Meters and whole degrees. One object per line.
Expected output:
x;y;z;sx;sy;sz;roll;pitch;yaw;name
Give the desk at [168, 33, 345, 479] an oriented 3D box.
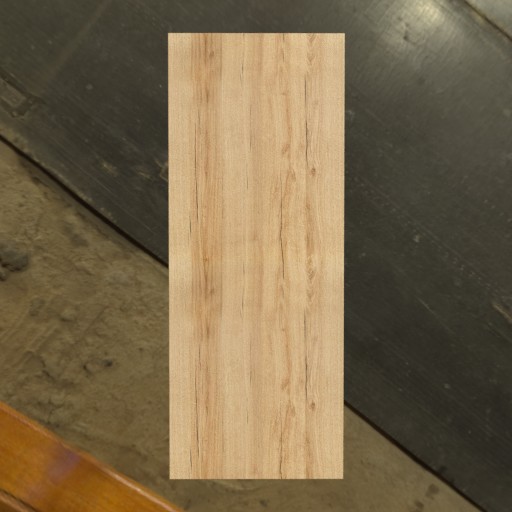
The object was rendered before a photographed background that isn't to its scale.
0.000;0.000;1.772;0.550;0.760;1.400;0;91;0;desk
